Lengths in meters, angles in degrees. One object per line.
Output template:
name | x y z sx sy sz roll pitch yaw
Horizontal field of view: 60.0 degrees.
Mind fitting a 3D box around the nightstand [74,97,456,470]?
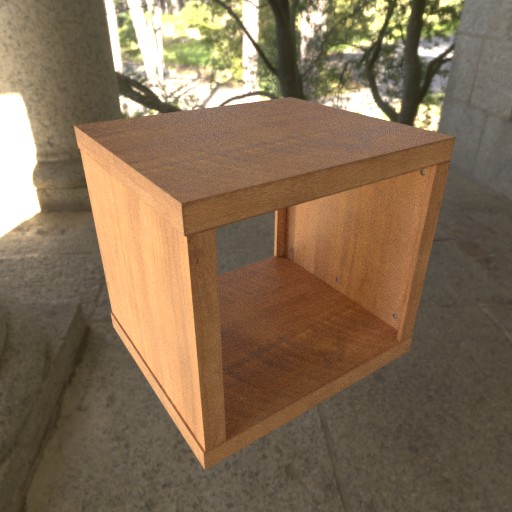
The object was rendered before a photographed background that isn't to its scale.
nightstand | 0.000 0.000 0.875 0.493 0.491 0.436 -19 35 -29
